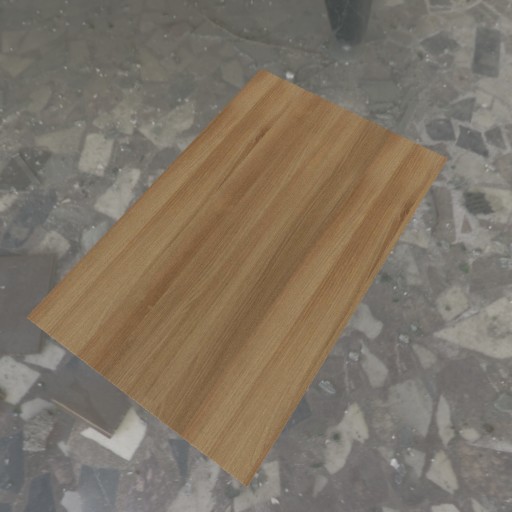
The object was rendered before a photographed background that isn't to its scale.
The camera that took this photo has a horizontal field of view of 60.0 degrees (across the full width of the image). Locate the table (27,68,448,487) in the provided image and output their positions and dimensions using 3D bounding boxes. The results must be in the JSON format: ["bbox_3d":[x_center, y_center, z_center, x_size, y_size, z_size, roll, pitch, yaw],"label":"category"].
[{"bbox_3d":[0.000,0.000,1.417,0.700,0.330,1.100,31,68,14],"label":"table"}]
